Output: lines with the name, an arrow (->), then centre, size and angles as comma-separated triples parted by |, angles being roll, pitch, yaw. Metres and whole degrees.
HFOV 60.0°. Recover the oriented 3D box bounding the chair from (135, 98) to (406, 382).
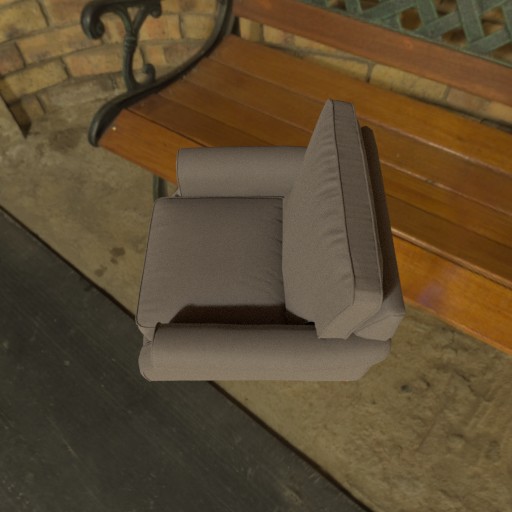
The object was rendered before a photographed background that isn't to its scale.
chair -> 0.000, 0.000, 1.846 | 0.966, 0.967, 1.029 | 0, 59, 0
